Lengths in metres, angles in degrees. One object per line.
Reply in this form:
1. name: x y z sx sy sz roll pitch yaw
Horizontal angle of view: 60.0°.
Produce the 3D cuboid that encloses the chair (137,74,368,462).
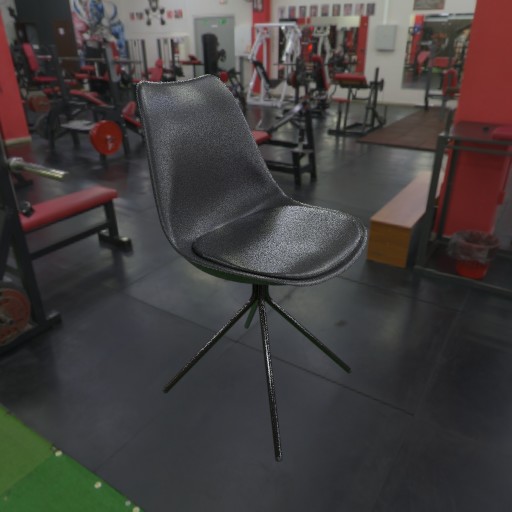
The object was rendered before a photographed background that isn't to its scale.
1. chair: 0.000 0.000 1.165 0.525 0.850 0.461 18 32 32
